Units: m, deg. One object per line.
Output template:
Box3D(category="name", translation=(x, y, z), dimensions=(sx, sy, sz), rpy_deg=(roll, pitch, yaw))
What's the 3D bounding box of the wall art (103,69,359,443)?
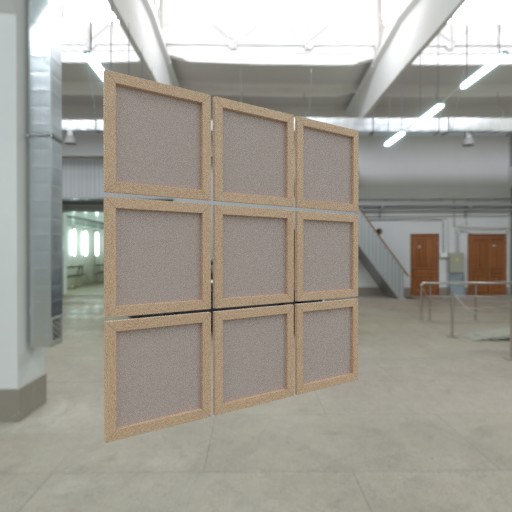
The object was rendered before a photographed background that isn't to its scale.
Box3D(category="wall art", translation=(0.000, 0.000, 1.355), dimensions=(0.917, 0.910, 0.012), rpy_deg=(0, 1, -36))
